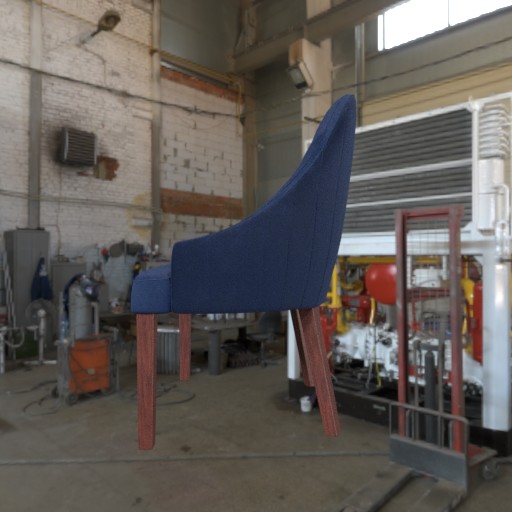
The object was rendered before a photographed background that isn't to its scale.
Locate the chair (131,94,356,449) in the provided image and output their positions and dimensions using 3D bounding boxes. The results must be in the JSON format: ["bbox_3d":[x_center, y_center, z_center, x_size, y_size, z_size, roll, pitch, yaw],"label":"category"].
[{"bbox_3d":[0.000,0.000,1.317,0.575,0.889,0.643,0,0,0],"label":"chair"}]
